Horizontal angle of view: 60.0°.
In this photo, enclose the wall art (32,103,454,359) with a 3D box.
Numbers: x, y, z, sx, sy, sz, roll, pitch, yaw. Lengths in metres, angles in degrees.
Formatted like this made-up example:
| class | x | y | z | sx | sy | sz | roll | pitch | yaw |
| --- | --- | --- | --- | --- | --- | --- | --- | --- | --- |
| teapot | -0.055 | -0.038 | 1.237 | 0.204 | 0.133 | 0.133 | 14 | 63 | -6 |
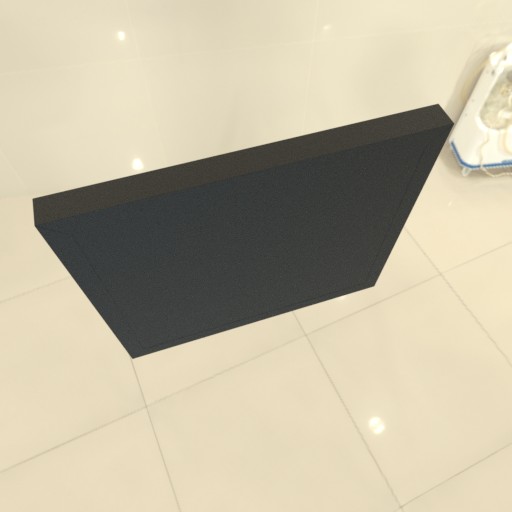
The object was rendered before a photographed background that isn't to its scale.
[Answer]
| class | x | y | z | sx | sy | sz | roll | pitch | yaw |
| --- | --- | --- | --- | --- | --- | --- | --- | --- | --- |
| wall art | 0.000 | 0.000 | 0.532 | 0.381 | 0.330 | 0.029 | -15 | 60 | -9 |
